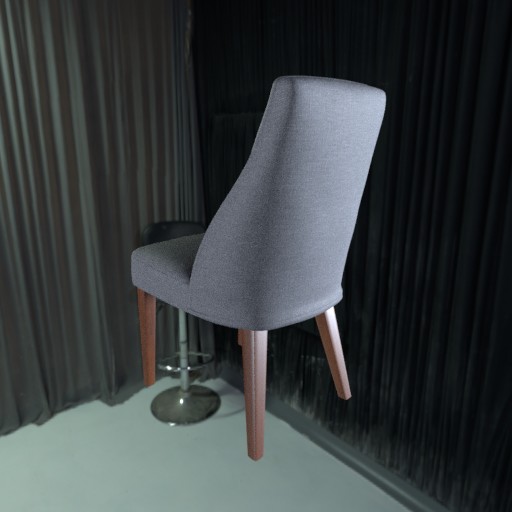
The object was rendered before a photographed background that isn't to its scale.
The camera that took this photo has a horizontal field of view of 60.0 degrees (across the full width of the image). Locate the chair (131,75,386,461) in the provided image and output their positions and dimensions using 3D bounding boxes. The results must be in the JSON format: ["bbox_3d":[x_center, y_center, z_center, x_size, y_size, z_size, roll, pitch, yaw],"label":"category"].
[{"bbox_3d":[0.000,0.000,1.307,0.500,0.930,0.620,-14,21,-42],"label":"chair"}]
